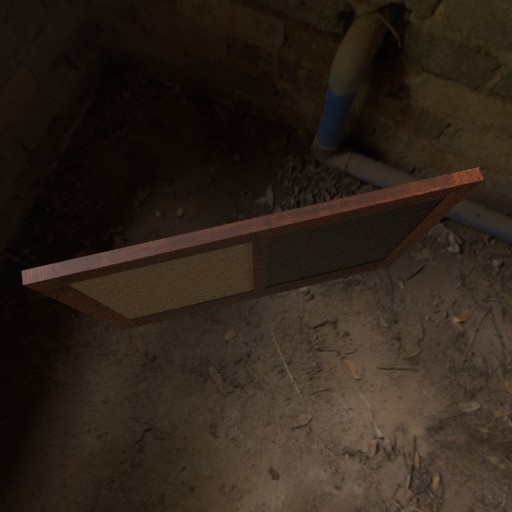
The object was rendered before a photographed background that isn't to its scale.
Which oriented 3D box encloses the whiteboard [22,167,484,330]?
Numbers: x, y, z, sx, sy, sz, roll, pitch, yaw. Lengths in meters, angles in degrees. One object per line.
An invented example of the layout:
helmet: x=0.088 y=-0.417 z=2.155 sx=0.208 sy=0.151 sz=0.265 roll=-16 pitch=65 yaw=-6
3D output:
whiteboard: x=0.000 y=0.000 z=0.994 sx=0.768 sy=0.553 sz=0.083 roll=-13 pitch=74 yaw=-4
